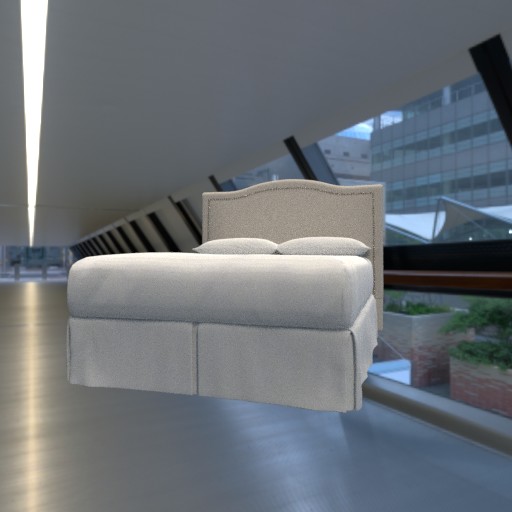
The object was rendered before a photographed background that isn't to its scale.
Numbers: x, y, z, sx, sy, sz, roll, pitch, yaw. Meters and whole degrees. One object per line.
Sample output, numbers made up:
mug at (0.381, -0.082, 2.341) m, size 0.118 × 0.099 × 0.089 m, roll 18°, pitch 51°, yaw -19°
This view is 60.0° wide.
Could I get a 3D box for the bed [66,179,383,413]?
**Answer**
bed at (0.000, 0.000, 3.268) m, size 1.753 × 1.460 × 2.143 m, roll 0°, pitch 0°, yaw 17°
